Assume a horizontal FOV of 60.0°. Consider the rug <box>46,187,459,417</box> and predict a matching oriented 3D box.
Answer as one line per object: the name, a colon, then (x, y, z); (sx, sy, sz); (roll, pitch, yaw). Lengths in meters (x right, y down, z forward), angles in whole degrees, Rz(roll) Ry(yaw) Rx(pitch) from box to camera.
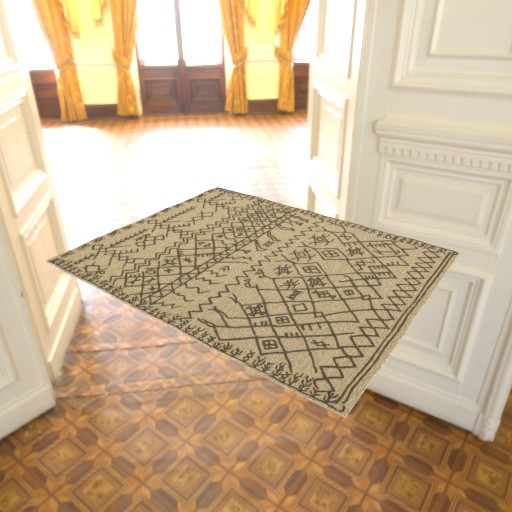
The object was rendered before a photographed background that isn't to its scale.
rug: (0.000, 0.000, 3.331); (2.455, 0.025, 1.964); (20, 35, 31)
